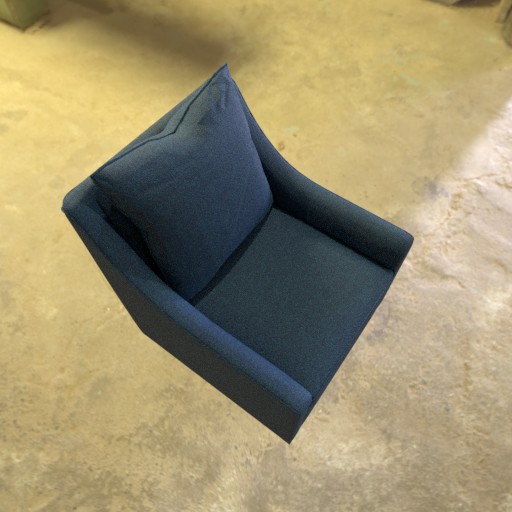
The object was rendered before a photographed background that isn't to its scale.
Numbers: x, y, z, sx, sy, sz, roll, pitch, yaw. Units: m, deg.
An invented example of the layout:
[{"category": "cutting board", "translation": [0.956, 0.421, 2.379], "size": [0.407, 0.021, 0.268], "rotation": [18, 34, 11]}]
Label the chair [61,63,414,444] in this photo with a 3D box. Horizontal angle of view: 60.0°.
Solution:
[{"category": "chair", "translation": [0.000, 0.000, 1.568], "size": [0.870, 0.939, 0.750], "rotation": [32, 63, 18]}]
